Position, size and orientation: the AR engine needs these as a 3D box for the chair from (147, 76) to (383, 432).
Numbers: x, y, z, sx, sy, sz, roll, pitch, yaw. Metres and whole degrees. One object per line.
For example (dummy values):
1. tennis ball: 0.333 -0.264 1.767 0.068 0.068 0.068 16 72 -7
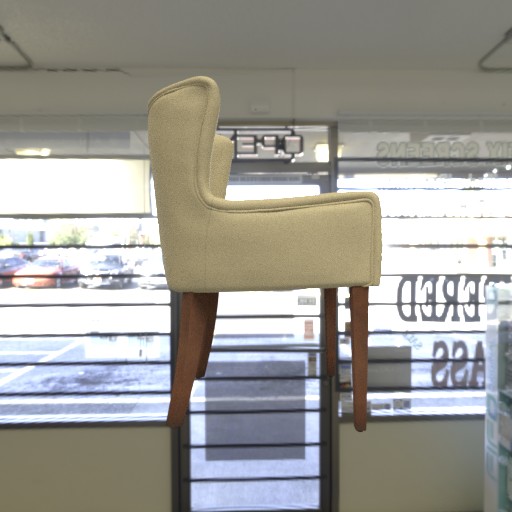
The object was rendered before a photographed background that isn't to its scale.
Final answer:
1. chair: 0.000 0.000 1.469 0.686 0.952 0.660 0 1 1
